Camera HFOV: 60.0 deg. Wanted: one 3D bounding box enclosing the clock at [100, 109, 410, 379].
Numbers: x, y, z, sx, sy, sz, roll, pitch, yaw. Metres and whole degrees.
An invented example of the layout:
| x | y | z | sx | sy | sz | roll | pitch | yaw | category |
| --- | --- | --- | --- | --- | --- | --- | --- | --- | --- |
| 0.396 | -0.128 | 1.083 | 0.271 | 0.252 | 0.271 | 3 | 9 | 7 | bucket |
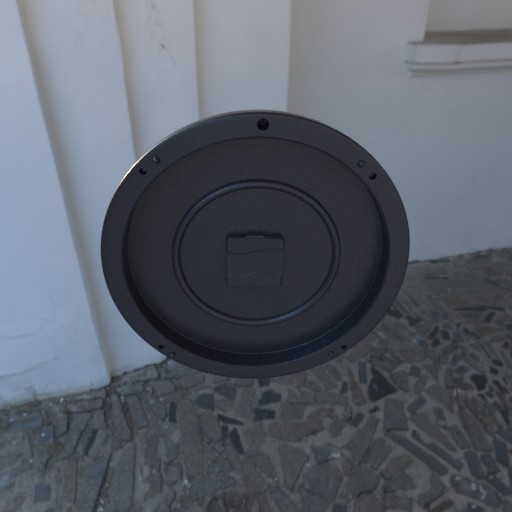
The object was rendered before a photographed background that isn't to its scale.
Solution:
| x | y | z | sx | sy | sz | roll | pitch | yaw | category |
| --- | --- | --- | --- | --- | --- | --- | --- | --- | --- |
| 0.000 | 0.000 | 0.457 | 0.300 | 0.300 | 0.060 | -1 | 31 | -2 | clock |
